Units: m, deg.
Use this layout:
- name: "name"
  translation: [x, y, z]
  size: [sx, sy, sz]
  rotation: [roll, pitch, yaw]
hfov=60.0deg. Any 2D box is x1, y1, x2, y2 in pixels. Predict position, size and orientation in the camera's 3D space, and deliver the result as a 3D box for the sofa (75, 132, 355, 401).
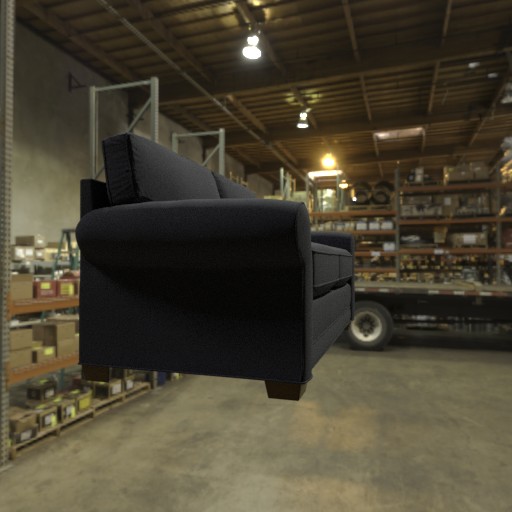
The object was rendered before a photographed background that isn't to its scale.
- name: "sofa"
  translation: [0.000, 0.000, 2.507]
  size: [0.951, 1.031, 2.009]
  rotation: [0, -1, 18]
